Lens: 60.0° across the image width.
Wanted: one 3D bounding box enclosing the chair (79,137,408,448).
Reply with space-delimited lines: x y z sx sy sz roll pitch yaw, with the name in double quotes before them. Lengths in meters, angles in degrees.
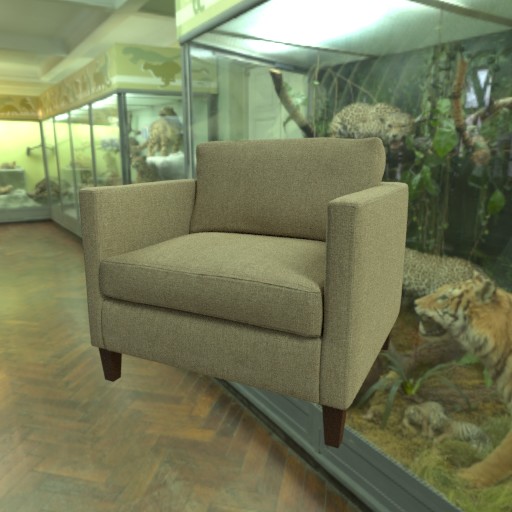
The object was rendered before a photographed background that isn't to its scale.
"chair" 0.000 0.000 1.892 1.107 0.987 0.959 6 14 26
